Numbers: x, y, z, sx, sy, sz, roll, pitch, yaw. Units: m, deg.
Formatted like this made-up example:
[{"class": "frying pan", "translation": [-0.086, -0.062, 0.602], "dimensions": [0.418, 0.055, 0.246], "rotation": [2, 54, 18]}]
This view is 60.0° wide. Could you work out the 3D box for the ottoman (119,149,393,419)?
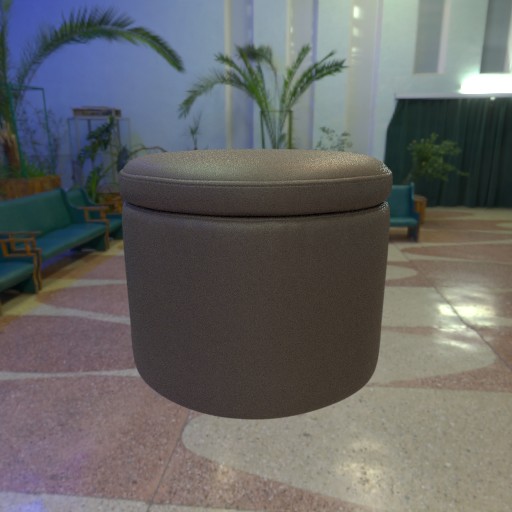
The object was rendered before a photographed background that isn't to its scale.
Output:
[{"class": "ottoman", "translation": [0.000, 0.000, 0.881], "dimensions": [0.500, 0.409, 0.500], "rotation": [0, 15, 0]}]
